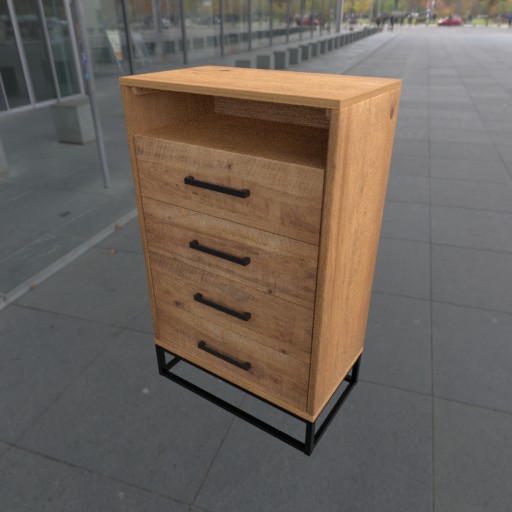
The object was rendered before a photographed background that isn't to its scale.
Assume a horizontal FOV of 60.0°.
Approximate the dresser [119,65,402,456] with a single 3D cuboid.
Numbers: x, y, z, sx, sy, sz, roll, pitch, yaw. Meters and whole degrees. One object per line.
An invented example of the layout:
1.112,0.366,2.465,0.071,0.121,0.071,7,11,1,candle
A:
0.000,0.000,1.658,0.761,1.240,0.479,18,33,29,dresser
